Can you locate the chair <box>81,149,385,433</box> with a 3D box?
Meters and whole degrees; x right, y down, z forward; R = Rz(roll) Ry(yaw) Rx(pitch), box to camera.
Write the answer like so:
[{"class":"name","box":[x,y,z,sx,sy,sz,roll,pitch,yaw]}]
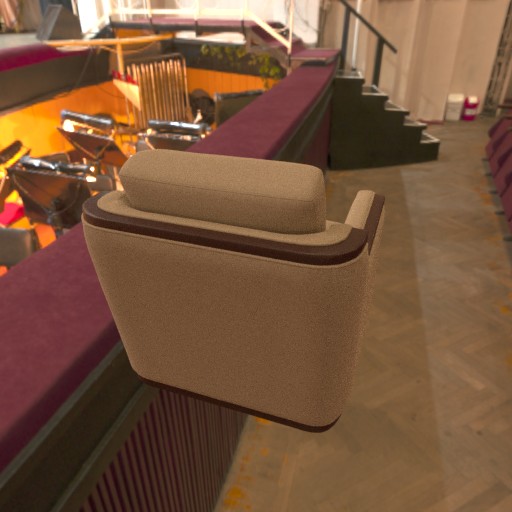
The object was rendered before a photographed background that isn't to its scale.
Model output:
[{"class":"chair","box":[0.000,0.000,1.682,0.870,0.930,0.950,10,32,17]}]
